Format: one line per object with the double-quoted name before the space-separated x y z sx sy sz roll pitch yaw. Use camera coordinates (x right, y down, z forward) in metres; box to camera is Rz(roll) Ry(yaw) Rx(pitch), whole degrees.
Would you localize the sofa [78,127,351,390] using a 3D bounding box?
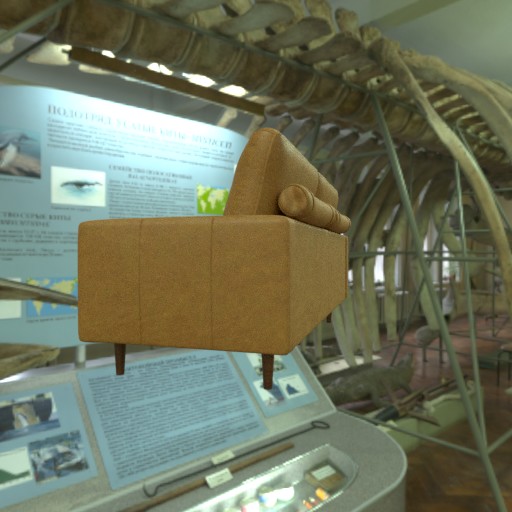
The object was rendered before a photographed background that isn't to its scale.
"sofa" 0.000 0.000 2.318 0.850 0.898 1.821 0 1 17
